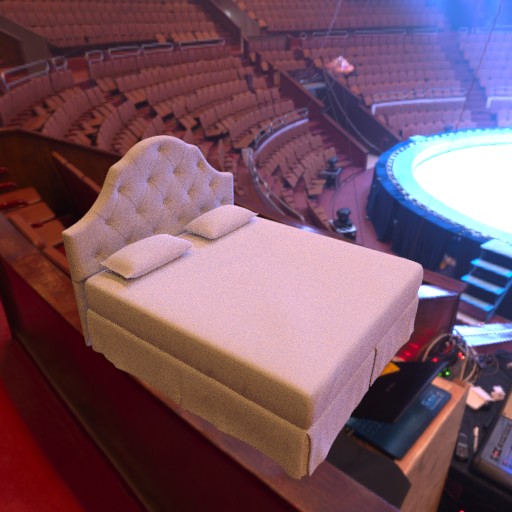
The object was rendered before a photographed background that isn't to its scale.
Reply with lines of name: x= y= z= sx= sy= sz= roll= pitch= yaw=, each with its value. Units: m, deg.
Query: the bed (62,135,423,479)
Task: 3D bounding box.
bed: x=0.000 y=0.000 z=3.568 sx=2.214 sy=1.615 sz=2.008 roll=19 pitch=33 yaw=32
